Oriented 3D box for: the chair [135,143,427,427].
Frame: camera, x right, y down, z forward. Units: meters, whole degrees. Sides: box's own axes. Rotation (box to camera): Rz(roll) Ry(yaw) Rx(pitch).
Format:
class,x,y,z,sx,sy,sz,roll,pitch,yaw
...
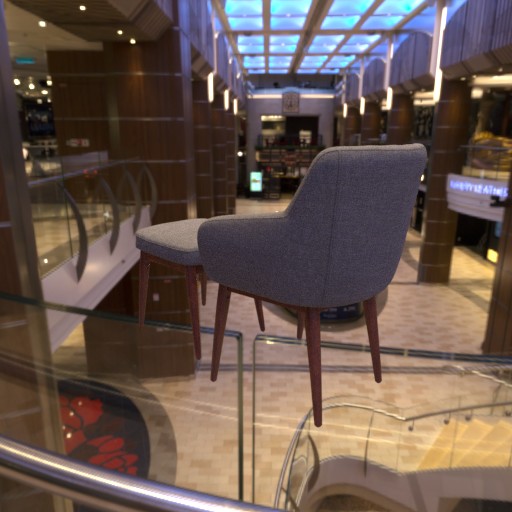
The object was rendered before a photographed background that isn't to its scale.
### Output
class,x,y,z,sx,sy,sz,roll,pitch,yaw
chair,0.000,0.000,1.594,0.584,0.799,1.107,-15,22,-43
